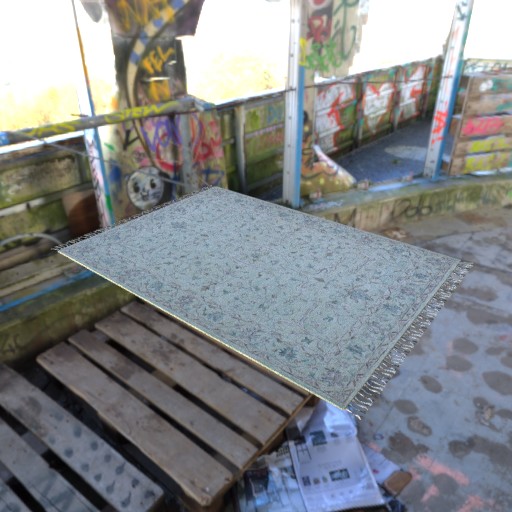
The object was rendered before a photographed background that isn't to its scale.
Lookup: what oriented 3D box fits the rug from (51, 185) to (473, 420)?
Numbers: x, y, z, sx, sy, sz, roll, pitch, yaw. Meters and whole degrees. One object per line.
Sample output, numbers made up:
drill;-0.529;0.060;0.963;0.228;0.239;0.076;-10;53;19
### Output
rug;0.000;0.000;2.280;1.802;0.008;1.247;21;36;33
